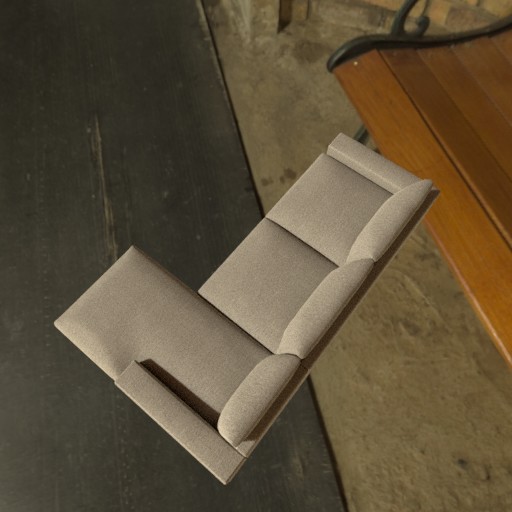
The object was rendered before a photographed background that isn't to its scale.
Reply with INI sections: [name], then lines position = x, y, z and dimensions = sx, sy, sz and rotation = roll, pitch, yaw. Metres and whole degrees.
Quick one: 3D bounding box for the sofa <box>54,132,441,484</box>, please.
[sofa]
position = 0.000, 0.000, 3.459
dimensions = 1.689, 0.813, 2.718
rotation = 36, 70, 15
